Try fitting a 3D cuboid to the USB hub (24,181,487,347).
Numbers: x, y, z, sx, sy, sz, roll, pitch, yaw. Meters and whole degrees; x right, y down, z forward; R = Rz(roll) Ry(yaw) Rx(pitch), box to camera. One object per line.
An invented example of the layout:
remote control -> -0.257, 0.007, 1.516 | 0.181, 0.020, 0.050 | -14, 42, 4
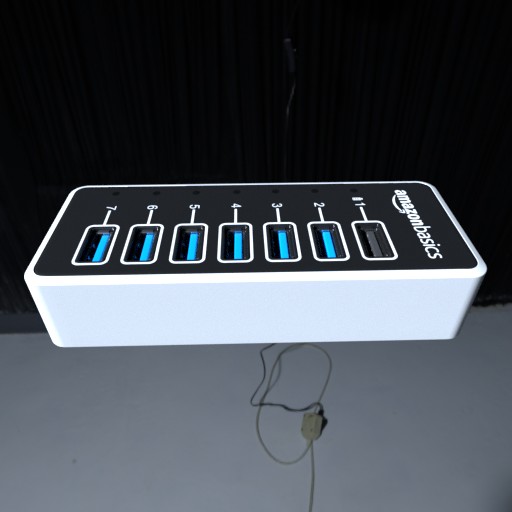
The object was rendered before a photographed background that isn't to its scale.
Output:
USB hub -> 0.000, 0.000, 0.126 | 0.110, 0.023, 0.044 | -1, 39, -1
